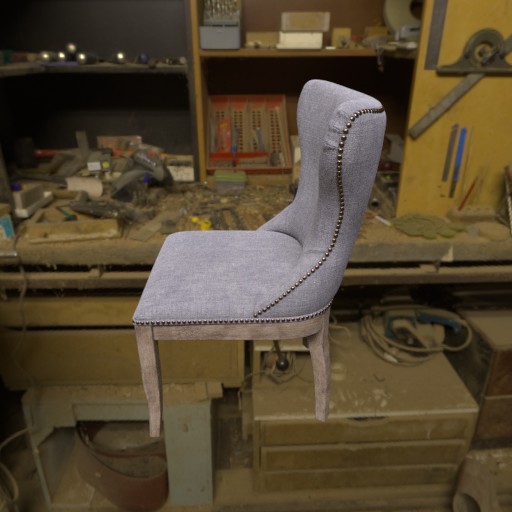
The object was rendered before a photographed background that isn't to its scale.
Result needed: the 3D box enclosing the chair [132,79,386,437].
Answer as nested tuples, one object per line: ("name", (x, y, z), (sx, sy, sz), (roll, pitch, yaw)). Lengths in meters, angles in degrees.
("chair", (0.000, 0.000, 1.411), (0.681, 1.002, 0.654), (0, 26, -1))
